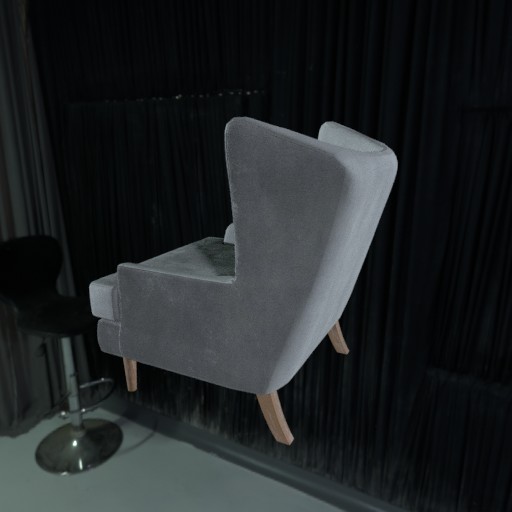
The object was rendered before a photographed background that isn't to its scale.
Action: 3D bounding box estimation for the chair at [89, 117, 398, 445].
[{"bbox_3d":[0.000,0.000,1.622,0.906,0.950,0.784,8,18,26],"label":"chair"}]
